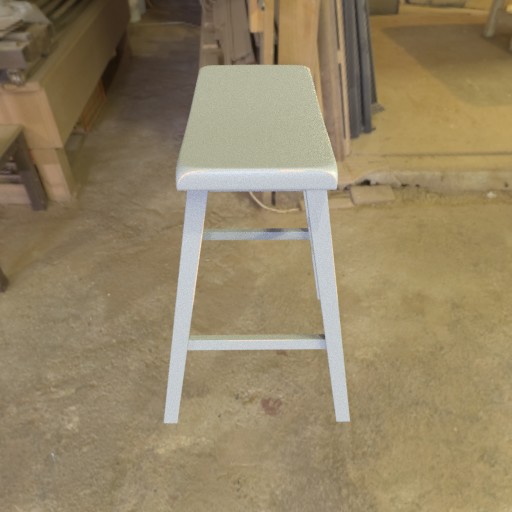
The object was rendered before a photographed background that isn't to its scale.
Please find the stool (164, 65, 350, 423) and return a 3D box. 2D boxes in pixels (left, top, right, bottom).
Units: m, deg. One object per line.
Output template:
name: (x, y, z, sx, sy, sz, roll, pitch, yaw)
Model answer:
stool: (0.000, 0.000, 1.058, 0.476, 0.737, 0.457, 0, 42, 0)
